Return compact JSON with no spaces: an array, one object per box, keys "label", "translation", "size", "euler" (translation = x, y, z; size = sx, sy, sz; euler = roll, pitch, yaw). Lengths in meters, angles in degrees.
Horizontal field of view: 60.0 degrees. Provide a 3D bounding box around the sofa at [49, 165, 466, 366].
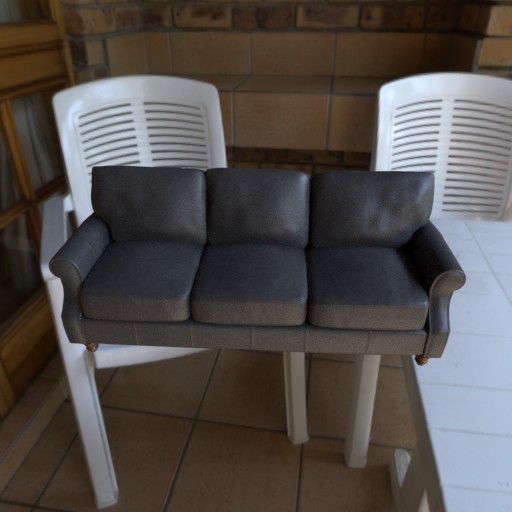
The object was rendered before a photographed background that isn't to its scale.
[{"label":"sofa","translation":[0.000,0.000,2.840],"size":[2.387,0.977,0.974],"euler":[2,30,3]}]
